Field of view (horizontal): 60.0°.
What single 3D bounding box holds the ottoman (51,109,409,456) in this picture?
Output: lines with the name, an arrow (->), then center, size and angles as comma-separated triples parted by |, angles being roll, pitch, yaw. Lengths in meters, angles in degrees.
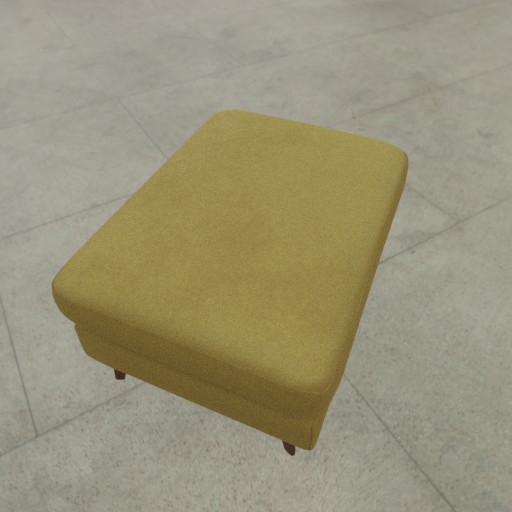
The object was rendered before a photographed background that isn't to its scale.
ottoman -> 0.000, 0.000, 1.160 | 0.608, 0.449, 0.811 | 17, 49, 16
